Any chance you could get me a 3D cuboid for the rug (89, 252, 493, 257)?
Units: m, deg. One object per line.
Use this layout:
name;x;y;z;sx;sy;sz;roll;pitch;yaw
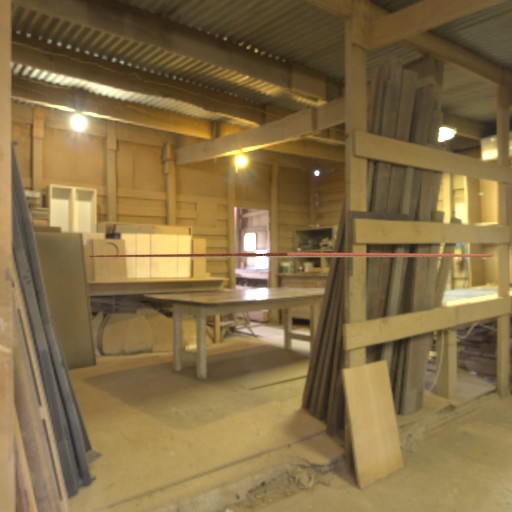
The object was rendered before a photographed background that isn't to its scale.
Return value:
rug;0.000;0.000;3.026;1.524;0.014;2.438;0;0;-36
